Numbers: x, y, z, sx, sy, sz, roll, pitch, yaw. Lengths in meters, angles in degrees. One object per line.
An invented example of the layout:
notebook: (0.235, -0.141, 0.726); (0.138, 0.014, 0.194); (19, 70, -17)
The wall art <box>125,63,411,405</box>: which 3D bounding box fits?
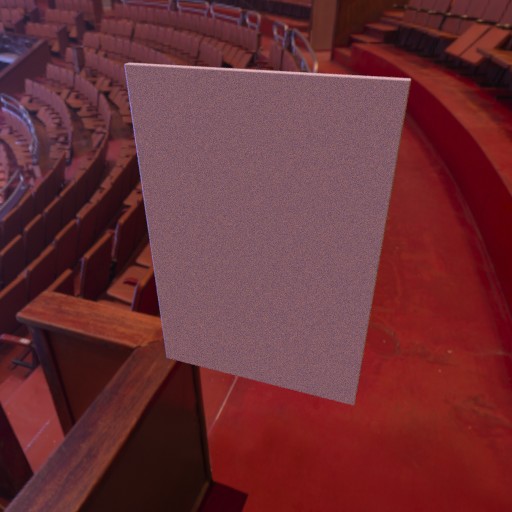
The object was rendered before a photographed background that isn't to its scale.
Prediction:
wall art: (0.000, 0.000, 0.617); (0.329, 0.482, 0.011); (10, 33, 16)
